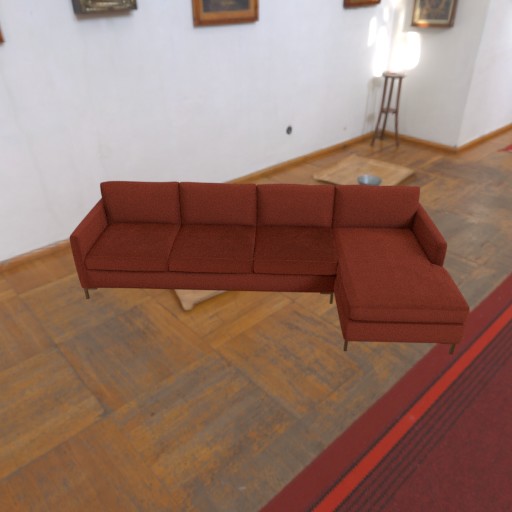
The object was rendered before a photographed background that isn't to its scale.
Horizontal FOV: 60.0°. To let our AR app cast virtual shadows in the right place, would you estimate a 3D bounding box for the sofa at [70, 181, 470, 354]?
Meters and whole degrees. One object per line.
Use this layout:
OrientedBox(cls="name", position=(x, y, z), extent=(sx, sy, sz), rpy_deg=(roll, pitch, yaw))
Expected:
OrientedBox(cls="sofa", position=(0.000, 0.000, 3.544), extent=(2.932, 0.810, 1.350), rpy_deg=(1, 31, 2))
